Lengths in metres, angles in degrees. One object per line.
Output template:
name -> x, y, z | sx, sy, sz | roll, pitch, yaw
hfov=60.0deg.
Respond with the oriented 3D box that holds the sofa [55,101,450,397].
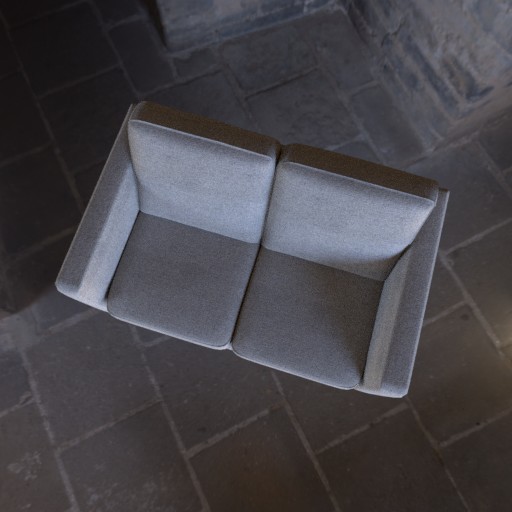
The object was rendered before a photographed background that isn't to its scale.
sofa -> 0.000, 0.000, 2.169 | 1.527, 0.973, 0.969 | 16, 76, 4
